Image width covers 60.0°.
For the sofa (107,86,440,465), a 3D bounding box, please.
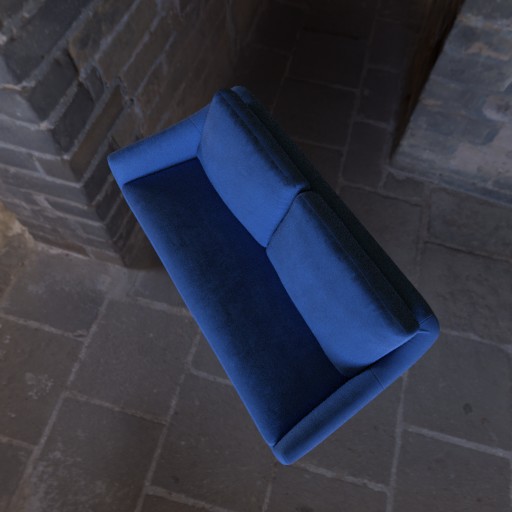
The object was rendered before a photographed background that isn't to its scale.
[{"bbox_3d":[0.000,0.000,2.578,0.960,0.903,2.036,-29,67,-13],"label":"sofa"}]
